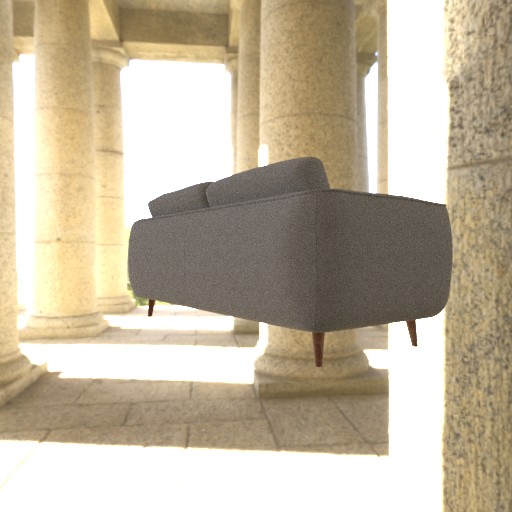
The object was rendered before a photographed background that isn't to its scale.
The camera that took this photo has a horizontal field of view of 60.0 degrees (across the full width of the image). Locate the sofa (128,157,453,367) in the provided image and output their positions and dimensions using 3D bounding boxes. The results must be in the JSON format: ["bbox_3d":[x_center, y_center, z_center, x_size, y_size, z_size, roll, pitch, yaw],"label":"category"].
[{"bbox_3d":[0.000,0.000,2.593,0.920,0.850,2.000,0,0,-36],"label":"sofa"}]
